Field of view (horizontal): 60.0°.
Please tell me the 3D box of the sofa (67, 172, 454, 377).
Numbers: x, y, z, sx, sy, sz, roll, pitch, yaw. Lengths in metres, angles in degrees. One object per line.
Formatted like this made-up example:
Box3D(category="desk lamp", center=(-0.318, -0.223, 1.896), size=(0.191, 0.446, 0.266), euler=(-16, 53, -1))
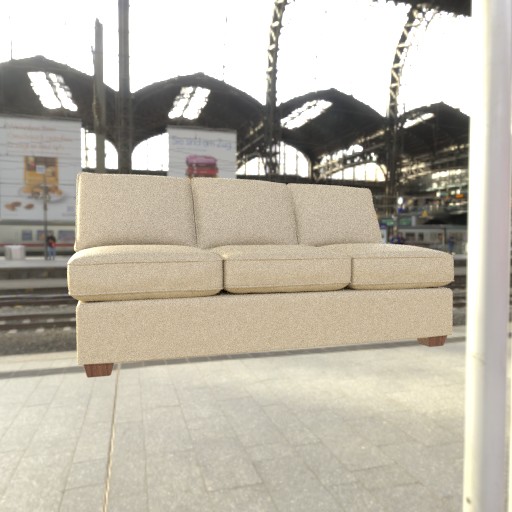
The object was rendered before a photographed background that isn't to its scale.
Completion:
Box3D(category="sofa", center=(0.000, 0.000, 2.545), size=(1.962, 0.973, 1.027), euler=(-1, 2, -18))
